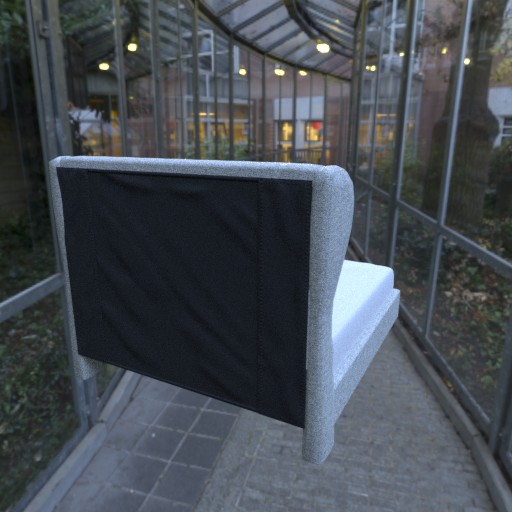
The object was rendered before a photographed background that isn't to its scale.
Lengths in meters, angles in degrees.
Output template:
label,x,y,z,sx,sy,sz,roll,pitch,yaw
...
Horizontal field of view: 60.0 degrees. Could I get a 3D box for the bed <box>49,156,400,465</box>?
label,x,y,z,sx,sy,sz,roll,pitch,yaw
bed,0.000,0.000,3.902,2.219,1.771,2.347,8,18,27
